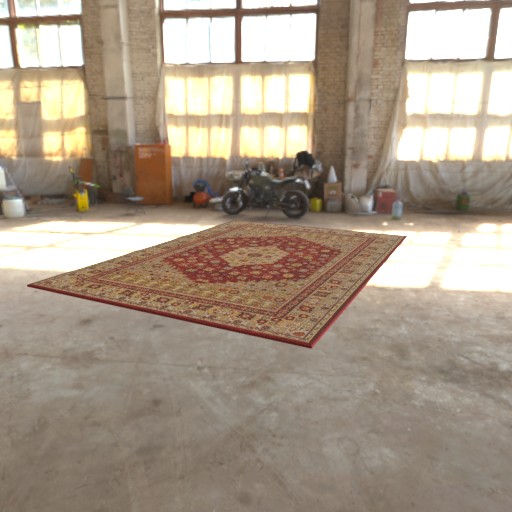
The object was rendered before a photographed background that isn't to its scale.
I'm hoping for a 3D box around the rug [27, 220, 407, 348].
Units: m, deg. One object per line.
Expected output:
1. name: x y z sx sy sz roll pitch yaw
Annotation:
1. rug: 0.000 0.000 2.945 1.593 0.013 2.211 7 16 26
